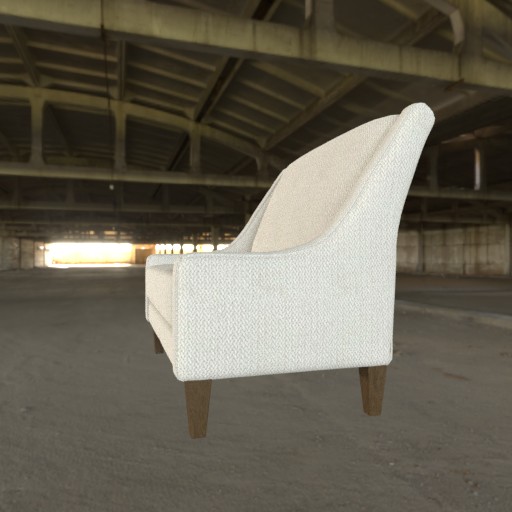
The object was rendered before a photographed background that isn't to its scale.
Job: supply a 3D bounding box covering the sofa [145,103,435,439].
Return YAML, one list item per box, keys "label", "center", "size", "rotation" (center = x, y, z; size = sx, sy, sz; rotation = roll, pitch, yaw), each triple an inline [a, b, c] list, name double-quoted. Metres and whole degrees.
- label: "sofa"
  center: [0.000, 0.000, 1.908]
  size: [0.870, 1.022, 1.242]
  rotation: [0, 0, -18]
